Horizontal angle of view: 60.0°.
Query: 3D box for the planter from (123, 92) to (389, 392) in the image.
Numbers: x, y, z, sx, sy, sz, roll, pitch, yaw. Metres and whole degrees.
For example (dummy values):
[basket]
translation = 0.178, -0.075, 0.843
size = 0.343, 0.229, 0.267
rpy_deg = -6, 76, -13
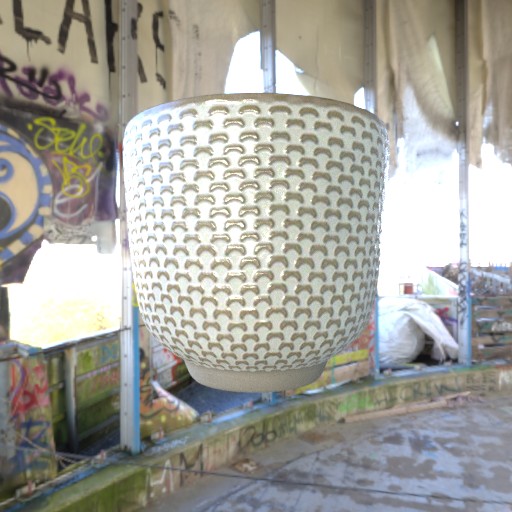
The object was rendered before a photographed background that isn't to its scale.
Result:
[planter]
translation = 0.000, 0.000, 0.300
size = 0.173, 0.160, 0.173
rpy_deg = 0, 0, 0
